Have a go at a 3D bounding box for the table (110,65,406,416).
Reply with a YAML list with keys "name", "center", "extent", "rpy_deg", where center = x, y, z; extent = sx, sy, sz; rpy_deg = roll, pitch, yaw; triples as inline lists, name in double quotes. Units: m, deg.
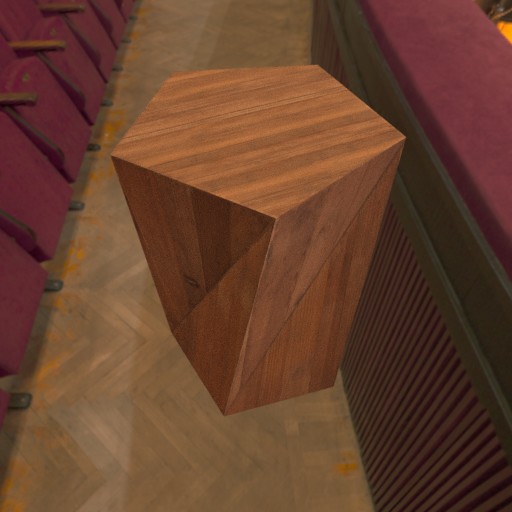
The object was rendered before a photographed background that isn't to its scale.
- name: "table"
  center: [0.000, 0.000, 0.891]
  extent: [0.425, 0.604, 0.441]
  rpy_deg: [-3, 47, -3]
